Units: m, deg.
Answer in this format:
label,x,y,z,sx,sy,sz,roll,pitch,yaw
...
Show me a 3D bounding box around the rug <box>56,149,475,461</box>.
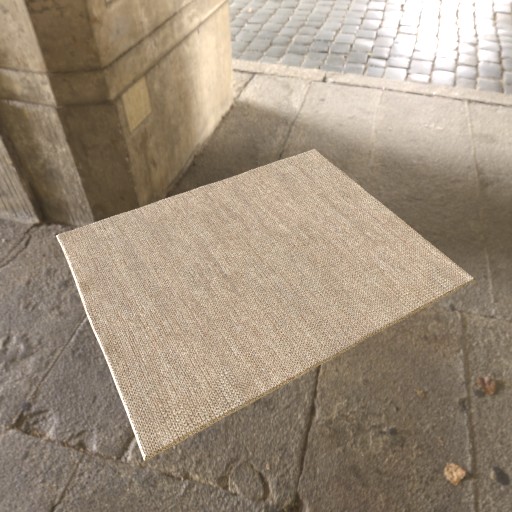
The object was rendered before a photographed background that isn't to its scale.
label,x,y,z,sx,sy,sz,roll,pitch,yaw
rug,0.000,0.000,4.075,3.052,0.030,2.429,-23,50,-21
